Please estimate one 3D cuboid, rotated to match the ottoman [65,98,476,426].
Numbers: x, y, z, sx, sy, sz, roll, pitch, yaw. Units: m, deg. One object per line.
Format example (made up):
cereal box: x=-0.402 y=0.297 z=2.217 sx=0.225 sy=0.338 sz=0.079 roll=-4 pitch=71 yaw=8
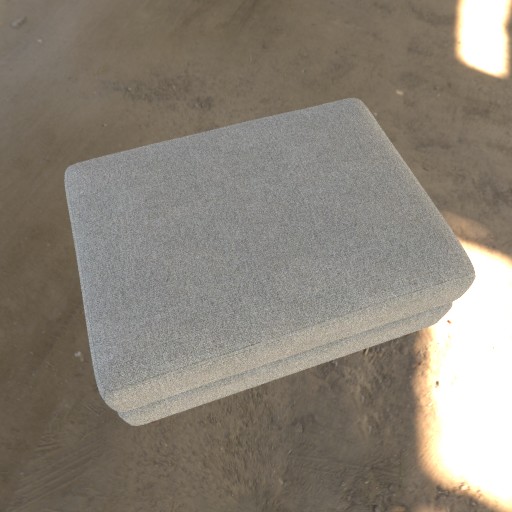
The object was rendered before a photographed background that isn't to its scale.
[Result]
ottoman: x=0.000 y=0.000 z=1.165 sx=0.821 sy=0.441 sz=0.611 roll=-16 pitch=60 yaw=-10
